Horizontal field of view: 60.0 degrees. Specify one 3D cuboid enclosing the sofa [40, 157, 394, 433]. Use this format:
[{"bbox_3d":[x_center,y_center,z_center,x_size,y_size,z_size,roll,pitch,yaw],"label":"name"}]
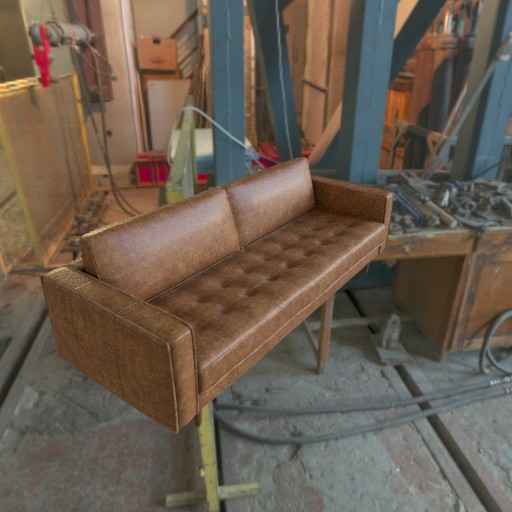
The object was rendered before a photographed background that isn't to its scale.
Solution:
[{"bbox_3d":[0.000,0.000,2.646,0.886,0.779,2.199,18,31,32],"label":"sofa"}]
